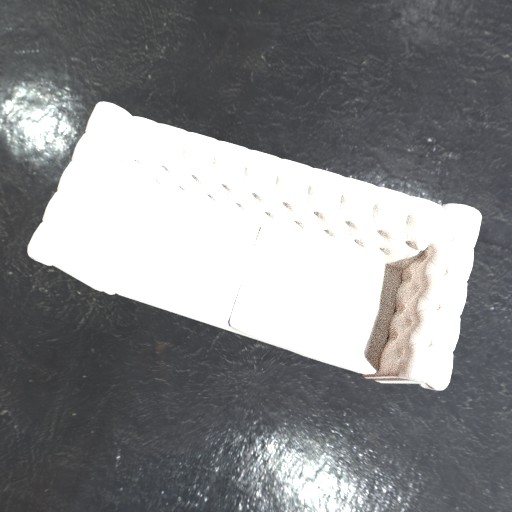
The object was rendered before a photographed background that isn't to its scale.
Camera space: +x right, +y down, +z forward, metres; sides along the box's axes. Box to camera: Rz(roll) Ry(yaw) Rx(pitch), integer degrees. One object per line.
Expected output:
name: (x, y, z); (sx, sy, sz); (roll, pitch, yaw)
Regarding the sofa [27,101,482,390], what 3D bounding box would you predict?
sofa: (0.000, 0.000, 2.187); (1.798, 0.796, 0.771); (17, 75, 5)
